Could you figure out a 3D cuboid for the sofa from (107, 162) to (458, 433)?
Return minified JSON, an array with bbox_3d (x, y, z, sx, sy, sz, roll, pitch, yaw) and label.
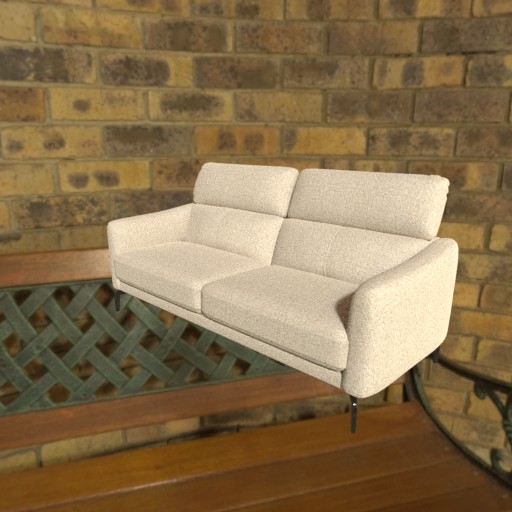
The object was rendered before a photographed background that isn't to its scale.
[{"bbox_3d":[0.000,0.000,2.524,2.015,0.956,0.856,14,20,42],"label":"sofa"}]
